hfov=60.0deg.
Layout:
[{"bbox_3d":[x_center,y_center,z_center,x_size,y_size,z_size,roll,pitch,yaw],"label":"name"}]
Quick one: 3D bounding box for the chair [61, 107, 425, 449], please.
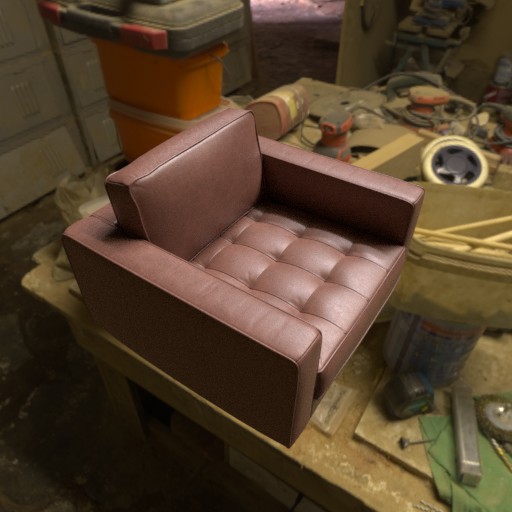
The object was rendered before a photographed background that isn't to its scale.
[{"bbox_3d":[0.000,0.000,1.573,0.900,0.770,0.920,25,48,25],"label":"chair"}]
